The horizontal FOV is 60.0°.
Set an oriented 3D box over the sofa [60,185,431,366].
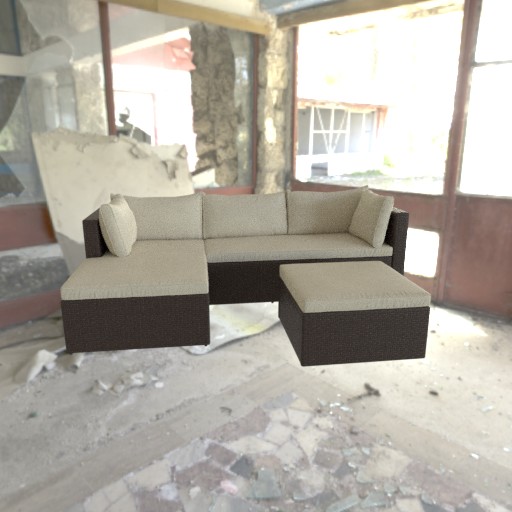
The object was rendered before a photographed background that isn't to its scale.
[{"bbox_3d":[0.000,0.000,2.903,2.192,0.766,1.612,-2,15,-7],"label":"sofa"}]
